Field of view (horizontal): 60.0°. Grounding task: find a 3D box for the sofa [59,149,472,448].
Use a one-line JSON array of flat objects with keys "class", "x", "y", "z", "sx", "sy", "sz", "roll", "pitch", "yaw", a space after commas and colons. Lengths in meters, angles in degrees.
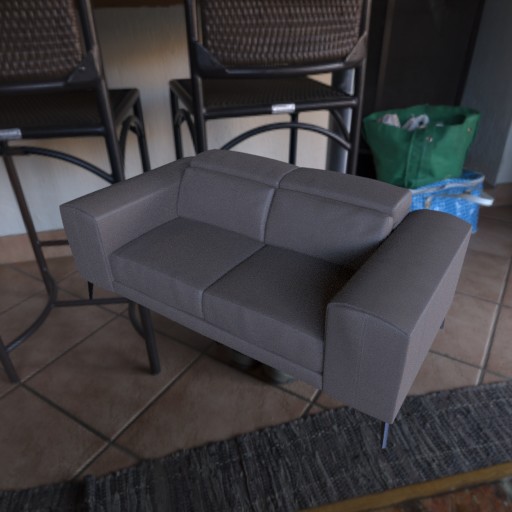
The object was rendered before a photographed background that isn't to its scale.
[{"class": "sofa", "x": 0.000, "y": 0.000, "z": 2.351, "sx": 1.895, "sy": 0.779, "sz": 1.003, "roll": 19, "pitch": 35, "yaw": 29}]
